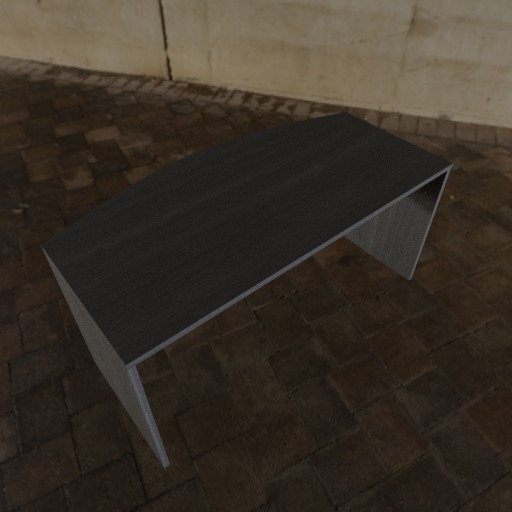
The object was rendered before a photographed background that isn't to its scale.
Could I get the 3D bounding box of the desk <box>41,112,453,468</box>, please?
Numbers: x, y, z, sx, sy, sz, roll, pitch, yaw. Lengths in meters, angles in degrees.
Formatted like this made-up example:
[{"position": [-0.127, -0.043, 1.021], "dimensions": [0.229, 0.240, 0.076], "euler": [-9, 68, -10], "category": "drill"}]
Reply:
[{"position": [0.000, 0.000, 2.075], "dimensions": [1.600, 0.750, 0.802], "euler": [-30, 52, -27], "category": "desk"}]
